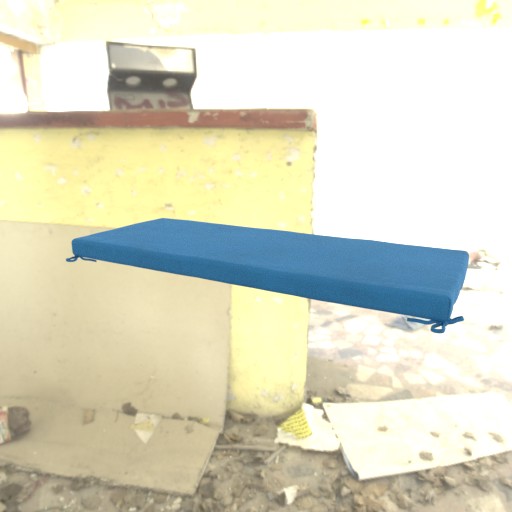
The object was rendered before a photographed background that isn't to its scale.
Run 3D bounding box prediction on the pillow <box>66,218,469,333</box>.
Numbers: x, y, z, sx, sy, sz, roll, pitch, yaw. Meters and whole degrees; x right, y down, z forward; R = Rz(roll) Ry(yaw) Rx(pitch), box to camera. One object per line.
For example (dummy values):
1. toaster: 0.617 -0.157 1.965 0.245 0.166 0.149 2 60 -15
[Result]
1. pillow: 0.000 0.000 1.347 1.187 0.081 0.492 8 17 28
